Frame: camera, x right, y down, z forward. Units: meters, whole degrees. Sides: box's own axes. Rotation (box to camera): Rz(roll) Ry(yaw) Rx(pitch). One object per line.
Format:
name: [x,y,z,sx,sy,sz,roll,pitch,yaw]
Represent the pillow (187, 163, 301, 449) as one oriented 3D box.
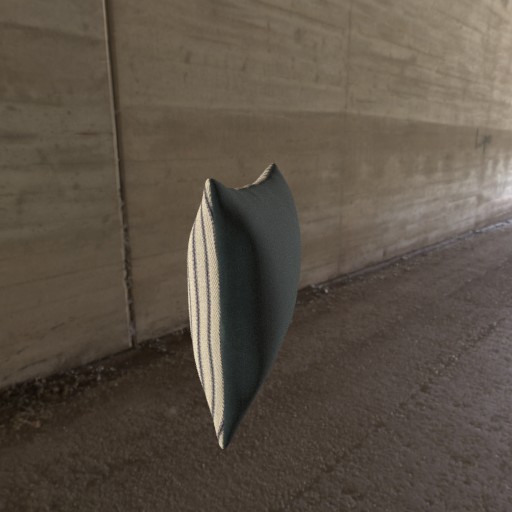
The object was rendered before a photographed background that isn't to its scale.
pillow: [0.000,0.000,0.750,0.151,0.305,0.609,2,14,8]
